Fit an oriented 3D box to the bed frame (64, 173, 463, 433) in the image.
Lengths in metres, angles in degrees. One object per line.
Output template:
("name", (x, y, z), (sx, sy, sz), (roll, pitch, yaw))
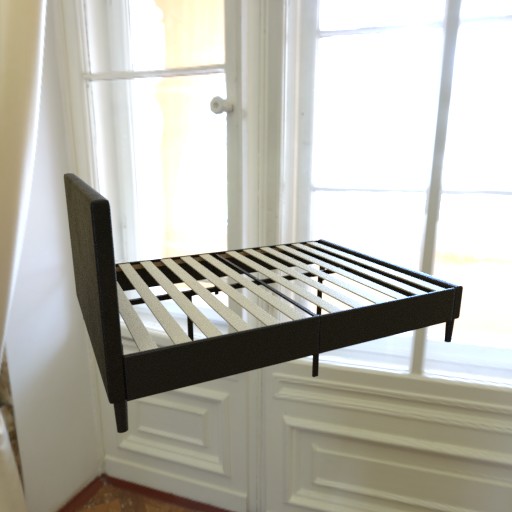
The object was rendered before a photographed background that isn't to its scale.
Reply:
("bed frame", (0.000, 0.000, 3.154), (2.318, 1.127, 1.634), (-7, 16, -25))
